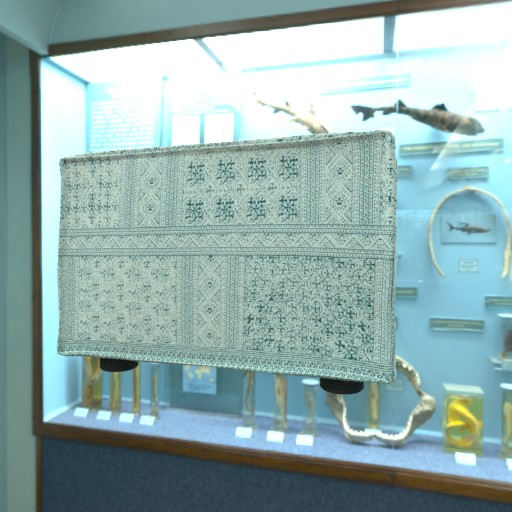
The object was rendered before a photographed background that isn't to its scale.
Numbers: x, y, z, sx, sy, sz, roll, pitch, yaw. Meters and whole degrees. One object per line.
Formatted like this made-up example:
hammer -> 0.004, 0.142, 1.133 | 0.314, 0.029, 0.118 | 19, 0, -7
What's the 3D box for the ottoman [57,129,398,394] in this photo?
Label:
ottoman -> 0.000, 0.000, 1.029 | 0.626, 0.439, 0.617 | 0, 1, 18
